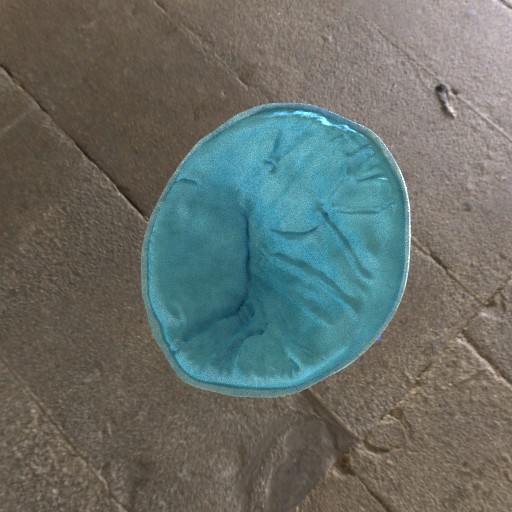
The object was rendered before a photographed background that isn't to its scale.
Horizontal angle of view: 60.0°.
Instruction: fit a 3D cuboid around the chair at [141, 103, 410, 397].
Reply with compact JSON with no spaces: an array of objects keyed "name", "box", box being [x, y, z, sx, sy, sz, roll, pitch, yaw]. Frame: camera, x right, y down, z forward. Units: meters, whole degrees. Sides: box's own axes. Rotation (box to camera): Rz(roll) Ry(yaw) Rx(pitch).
[{"name":"chair","box":[0.000,0.000,0.883,0.465,0.478,0.520,1,76,0]}]
